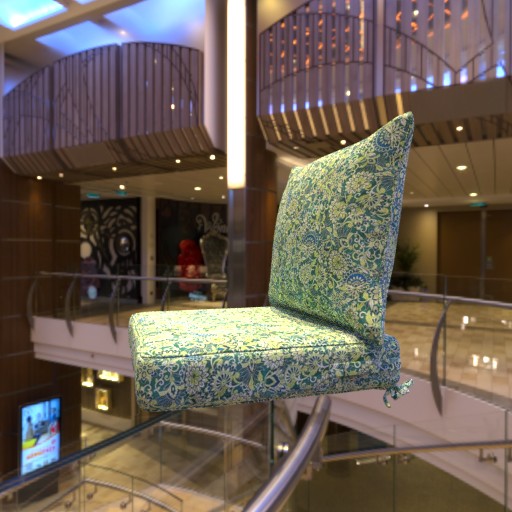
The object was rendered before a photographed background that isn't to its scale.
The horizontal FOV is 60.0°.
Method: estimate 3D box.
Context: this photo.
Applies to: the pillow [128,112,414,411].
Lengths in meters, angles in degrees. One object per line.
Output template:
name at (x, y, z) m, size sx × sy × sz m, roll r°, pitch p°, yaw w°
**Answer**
pillow at (0.000, 0.000, 1.356) m, size 0.740 × 0.722 × 0.798 m, roll 0°, pitch 1°, yaw -18°
